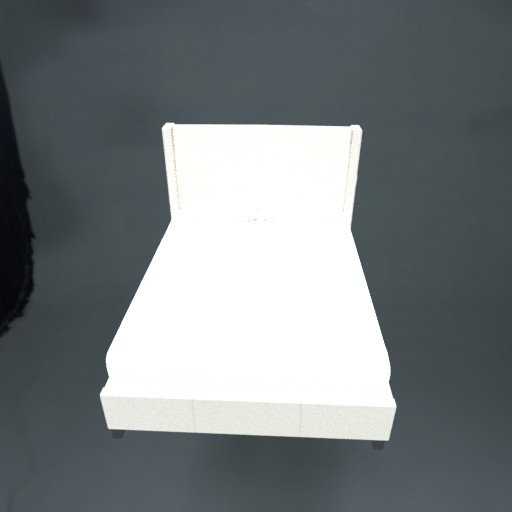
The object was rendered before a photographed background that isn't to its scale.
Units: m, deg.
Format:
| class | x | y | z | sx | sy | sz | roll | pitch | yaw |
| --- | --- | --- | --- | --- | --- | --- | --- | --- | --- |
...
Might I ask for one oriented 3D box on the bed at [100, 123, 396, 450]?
| class | x | y | z | sx | sy | sz | roll | pitch | yaw |
| --- | --- | --- | --- | --- | --- | --- | --- | --- | --- |
| bed | 0.000 | 0.000 | 3.446 | 1.778 | 1.471 | 2.293 | 1 | 30 | 2 |
